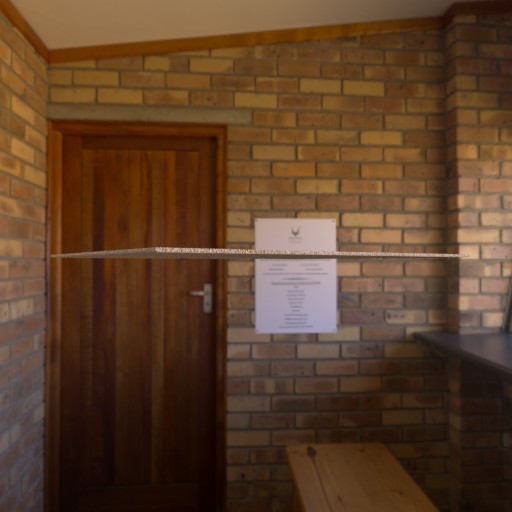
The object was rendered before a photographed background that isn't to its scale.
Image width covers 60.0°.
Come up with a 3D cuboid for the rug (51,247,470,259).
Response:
[{"bbox_3d":[0.000,0.000,4.063,3.000,0.025,2.400,1,-1,-36],"label":"rug"}]
